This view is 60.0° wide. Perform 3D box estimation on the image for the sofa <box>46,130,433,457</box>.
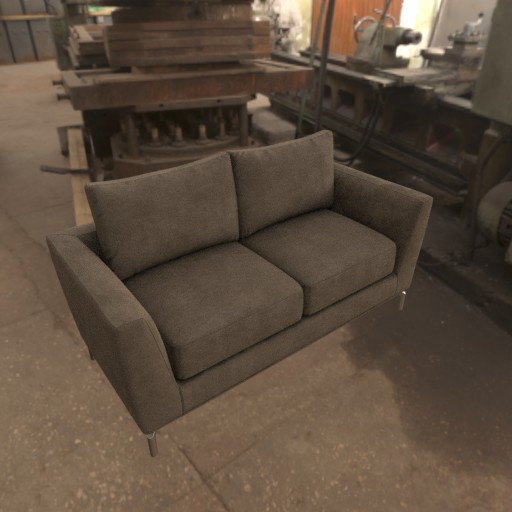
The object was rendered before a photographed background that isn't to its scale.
[{"bbox_3d":[0.000,0.000,2.353,1.832,1.013,0.855,-21,37,-31],"label":"sofa"}]
